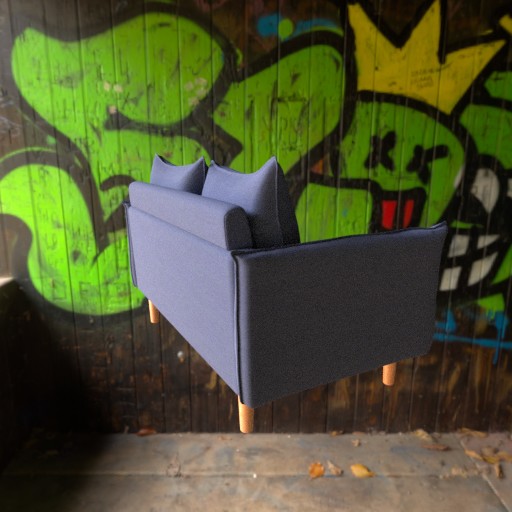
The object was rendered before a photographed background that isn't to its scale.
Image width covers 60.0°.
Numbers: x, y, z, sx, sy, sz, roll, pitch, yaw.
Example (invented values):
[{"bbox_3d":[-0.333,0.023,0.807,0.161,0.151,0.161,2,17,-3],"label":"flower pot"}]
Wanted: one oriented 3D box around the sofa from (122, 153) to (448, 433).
[{"bbox_3d":[0.000,0.000,1.869,0.820,0.840,1.300,-7,15,-28],"label":"sofa"}]
